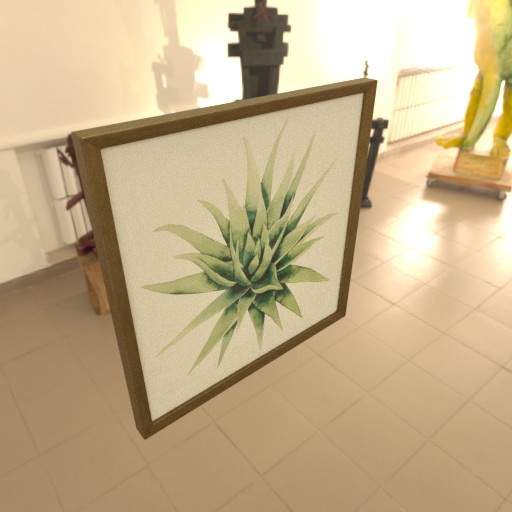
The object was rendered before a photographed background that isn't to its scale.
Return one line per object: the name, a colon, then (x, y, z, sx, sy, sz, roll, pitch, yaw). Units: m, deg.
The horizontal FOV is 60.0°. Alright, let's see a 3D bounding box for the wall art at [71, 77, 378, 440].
wall art: (0.000, 0.000, 0.746, 0.503, 0.506, 0.030, -24, 39, -33)
